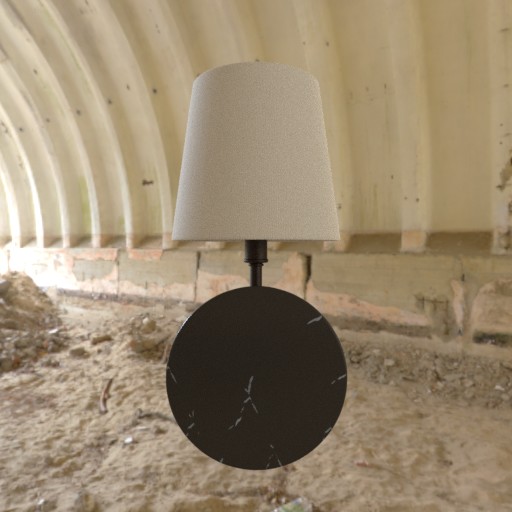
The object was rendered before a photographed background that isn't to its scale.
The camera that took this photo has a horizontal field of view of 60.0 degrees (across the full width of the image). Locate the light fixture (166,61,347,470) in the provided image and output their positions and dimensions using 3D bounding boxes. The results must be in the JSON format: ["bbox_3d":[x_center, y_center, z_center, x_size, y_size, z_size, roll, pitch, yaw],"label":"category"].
[{"bbox_3d":[0.000,0.000,0.441,0.168,0.337,0.188,0,1,0],"label":"light fixture"}]
